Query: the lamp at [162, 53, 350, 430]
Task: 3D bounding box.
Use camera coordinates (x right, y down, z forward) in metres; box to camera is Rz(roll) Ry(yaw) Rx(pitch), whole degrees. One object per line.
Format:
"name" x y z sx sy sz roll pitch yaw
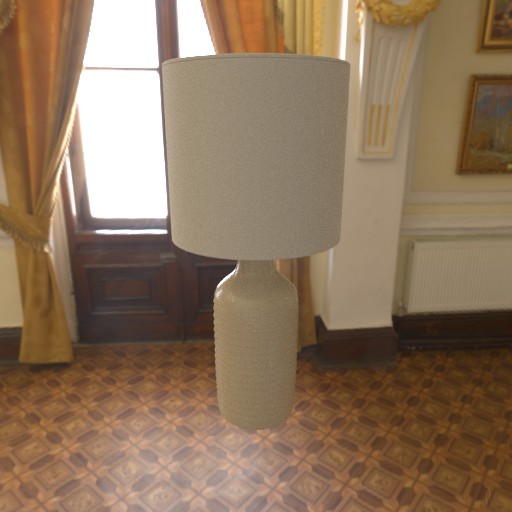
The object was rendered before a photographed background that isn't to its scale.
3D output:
"lamp" 0.000 0.000 0.599 0.220 0.475 0.220 2 17 7
